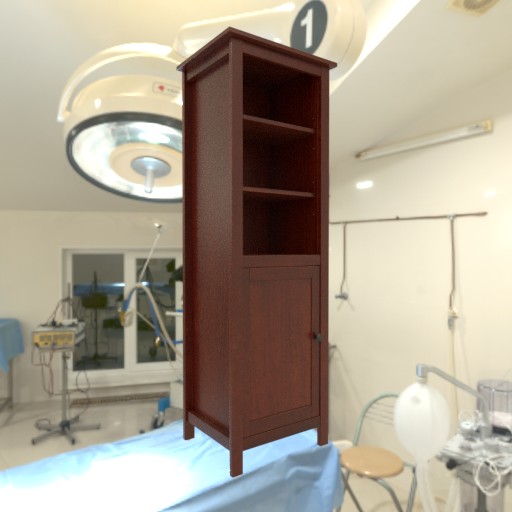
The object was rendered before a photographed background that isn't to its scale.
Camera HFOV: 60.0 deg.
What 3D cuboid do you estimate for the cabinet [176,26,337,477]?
[{"bbox_3d":[0.000,0.000,1.774,0.500,1.518,0.401,-1,1,-35],"label":"cabinet"}]
